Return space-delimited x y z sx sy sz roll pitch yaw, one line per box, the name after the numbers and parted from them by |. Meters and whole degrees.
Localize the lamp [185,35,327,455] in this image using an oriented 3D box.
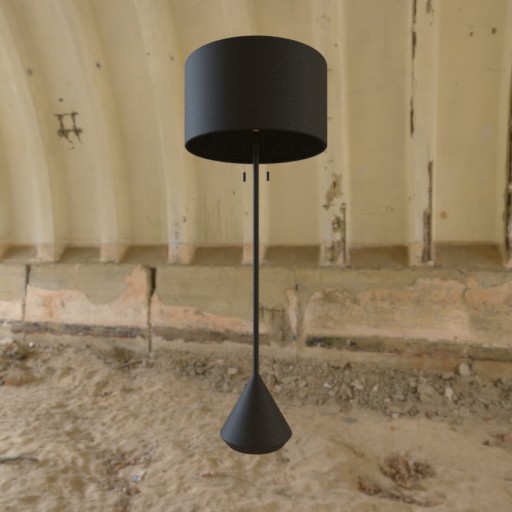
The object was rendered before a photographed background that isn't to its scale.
0.000 0.000 1.817 0.580 1.526 0.580 0 0 -20 | lamp
